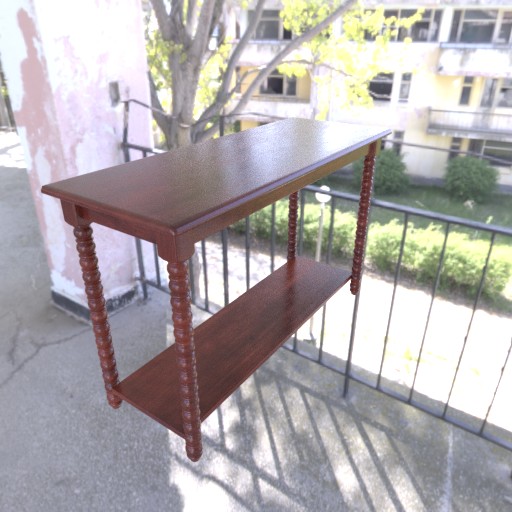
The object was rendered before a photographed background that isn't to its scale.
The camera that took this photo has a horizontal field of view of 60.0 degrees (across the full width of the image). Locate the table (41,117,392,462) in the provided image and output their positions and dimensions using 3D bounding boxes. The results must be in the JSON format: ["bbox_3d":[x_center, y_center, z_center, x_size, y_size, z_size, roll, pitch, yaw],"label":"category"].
[{"bbox_3d":[0.000,0.000,1.555,0.459,0.740,1.184,18,32,31],"label":"table"}]
